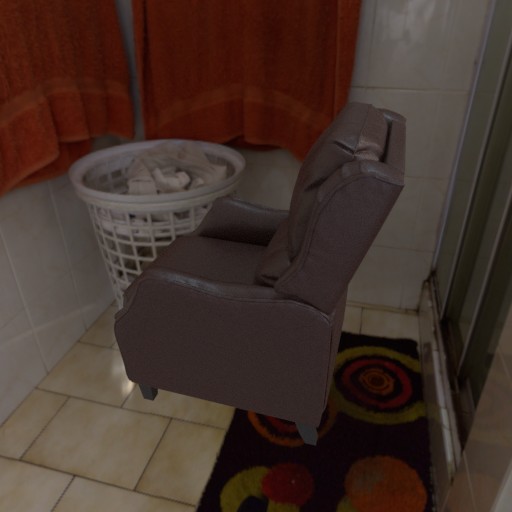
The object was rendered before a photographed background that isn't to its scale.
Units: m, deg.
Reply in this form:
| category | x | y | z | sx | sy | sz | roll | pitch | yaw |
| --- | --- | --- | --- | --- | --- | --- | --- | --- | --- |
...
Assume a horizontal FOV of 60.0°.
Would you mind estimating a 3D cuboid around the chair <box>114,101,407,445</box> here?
| category | x | y | z | sx | sy | sz | roll | pitch | yaw |
| --- | --- | --- | --- | --- | --- | --- | --- | --- | --- |
| chair | 0.000 | 0.000 | 1.752 | 0.982 | 1.132 | 0.770 | 9 | 31 | 14 |
